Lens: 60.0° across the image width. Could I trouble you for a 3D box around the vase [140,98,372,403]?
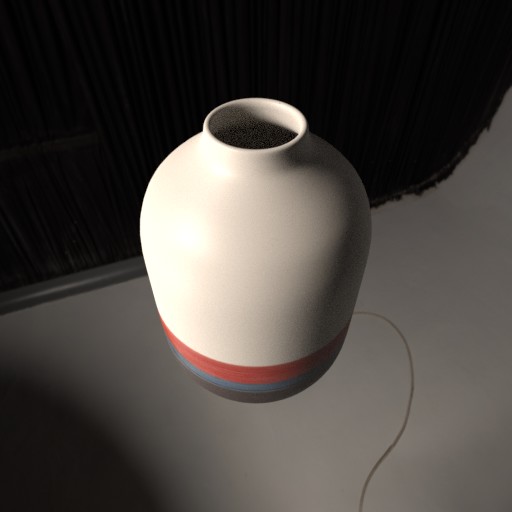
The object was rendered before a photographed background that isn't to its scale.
[{"bbox_3d":[0.000,0.000,0.355,0.169,0.237,0.169,0,47,0],"label":"vase"}]
